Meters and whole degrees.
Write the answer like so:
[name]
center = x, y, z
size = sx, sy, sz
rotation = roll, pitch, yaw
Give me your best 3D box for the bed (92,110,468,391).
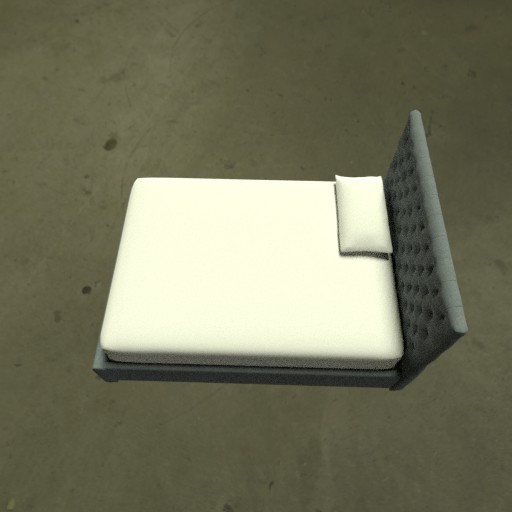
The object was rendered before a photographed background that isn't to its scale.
[bed]
center = 0.000, 0.000, 3.376
size = 2.335, 1.411, 1.698
rotation = 1, 60, 1
